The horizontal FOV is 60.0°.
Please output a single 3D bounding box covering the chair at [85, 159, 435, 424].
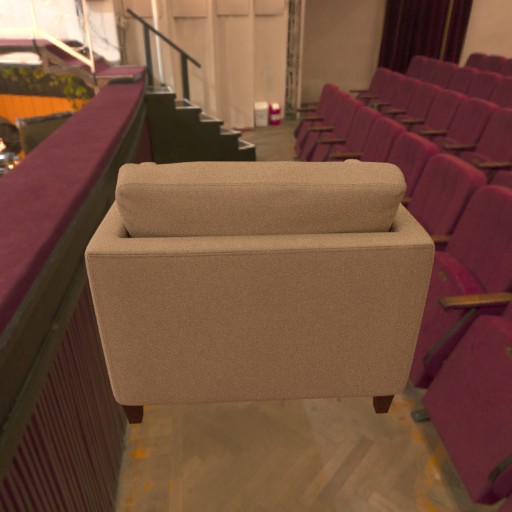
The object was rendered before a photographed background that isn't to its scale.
[{"bbox_3d":[0.000,0.000,1.873,1.107,0.961,0.959,-1,28,-3],"label":"chair"}]
